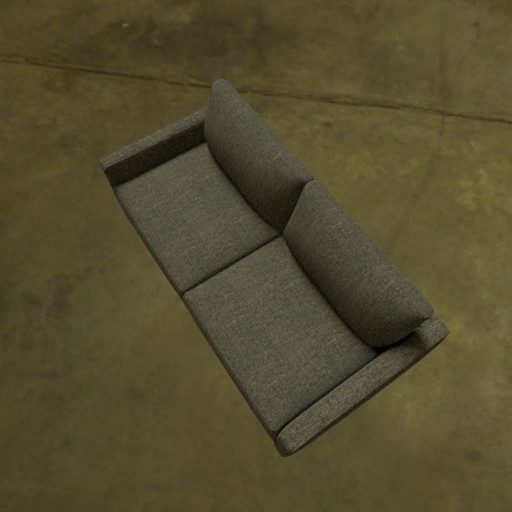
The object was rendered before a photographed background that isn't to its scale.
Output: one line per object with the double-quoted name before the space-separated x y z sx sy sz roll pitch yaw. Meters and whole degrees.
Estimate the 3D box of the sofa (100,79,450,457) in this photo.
"sofa" 0.000 0.000 2.250 0.866 0.862 1.716 -31 67 -15
